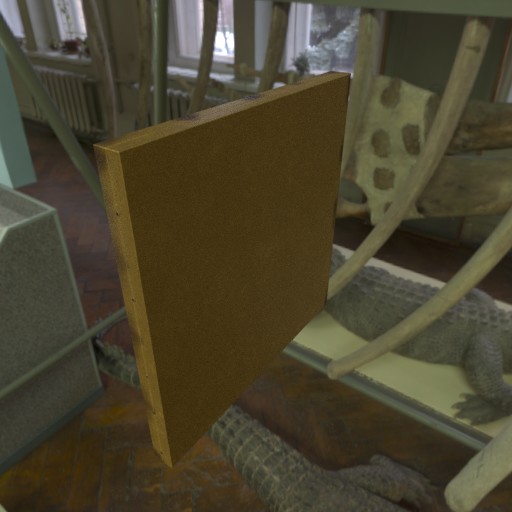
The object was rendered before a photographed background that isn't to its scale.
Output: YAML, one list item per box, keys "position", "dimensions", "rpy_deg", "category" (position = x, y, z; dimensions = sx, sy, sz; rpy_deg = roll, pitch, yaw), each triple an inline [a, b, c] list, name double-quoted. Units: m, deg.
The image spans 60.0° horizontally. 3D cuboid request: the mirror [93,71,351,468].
- position: [0.000, 0.000, 0.741]
  dimensions: [0.042, 0.507, 0.509]
  rpy_deg: [21, 38, 30]
  category: "mirror"
